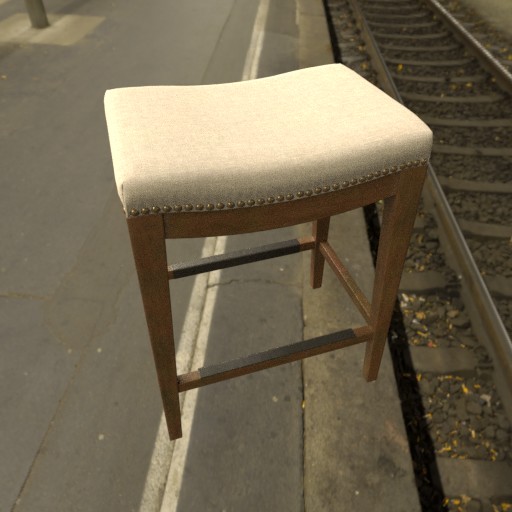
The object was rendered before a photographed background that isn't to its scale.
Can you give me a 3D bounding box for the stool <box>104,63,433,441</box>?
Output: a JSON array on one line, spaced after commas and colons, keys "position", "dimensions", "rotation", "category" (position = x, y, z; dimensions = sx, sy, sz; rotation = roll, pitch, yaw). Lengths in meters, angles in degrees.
[{"position": [0.000, 0.000, 0.939], "dimensions": [0.508, 0.660, 0.356], "rotation": [-12, 43, -13], "category": "stool"}]
